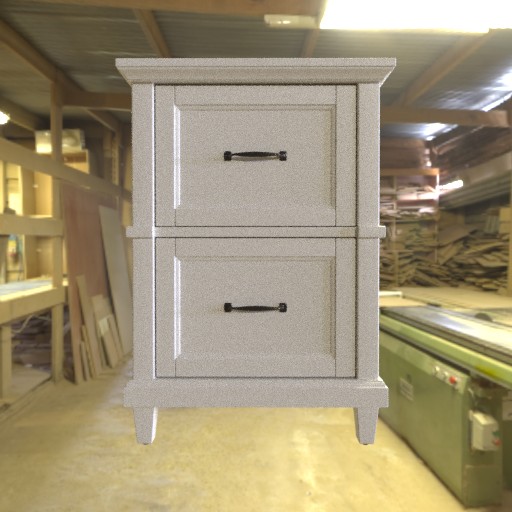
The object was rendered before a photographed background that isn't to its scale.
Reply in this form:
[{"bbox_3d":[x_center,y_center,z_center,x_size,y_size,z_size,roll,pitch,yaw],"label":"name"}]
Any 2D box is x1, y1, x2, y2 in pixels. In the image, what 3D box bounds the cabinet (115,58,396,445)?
[{"bbox_3d":[0.000,0.000,1.136,0.544,0.775,0.547,0,1,0],"label":"cabinet"}]
